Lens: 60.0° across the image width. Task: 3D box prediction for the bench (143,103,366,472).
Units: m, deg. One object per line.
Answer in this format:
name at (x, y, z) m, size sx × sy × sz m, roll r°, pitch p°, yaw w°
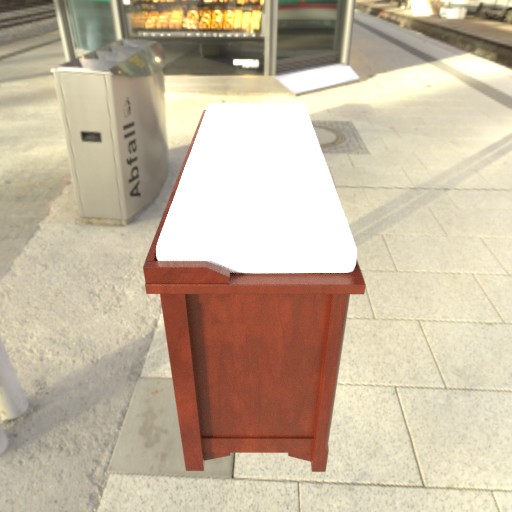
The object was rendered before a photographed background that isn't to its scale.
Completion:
bench at (0.000, 0.000, 1.295) m, size 0.369 × 0.646 × 0.987 m, roll 0°, pitch 33°, yaw 0°
